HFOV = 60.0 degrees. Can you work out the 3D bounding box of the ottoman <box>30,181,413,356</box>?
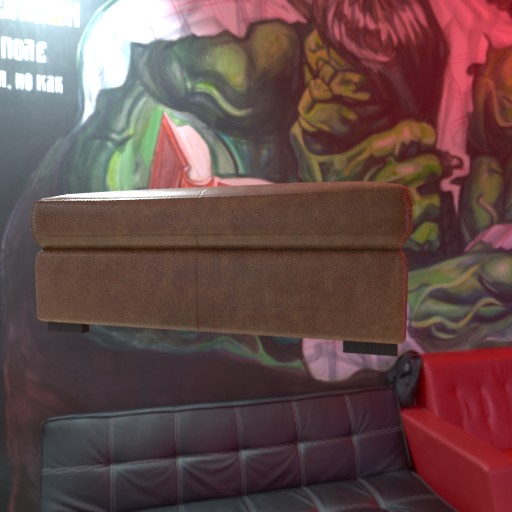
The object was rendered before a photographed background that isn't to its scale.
[{"bbox_3d":[0.000,0.000,1.801,1.169,0.483,1.168,0,1,18],"label":"ottoman"}]
